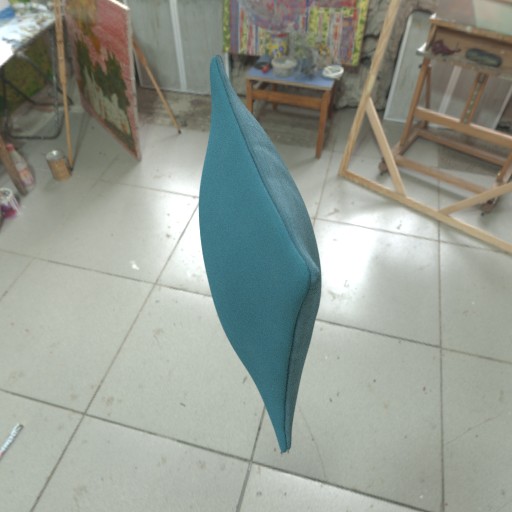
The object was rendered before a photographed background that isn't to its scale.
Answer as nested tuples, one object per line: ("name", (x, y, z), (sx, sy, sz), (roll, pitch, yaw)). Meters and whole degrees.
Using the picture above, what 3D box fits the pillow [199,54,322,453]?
("pillow", (0.000, 0.000, 0.652), (0.151, 0.415, 0.433), (-11, 49, -10))
